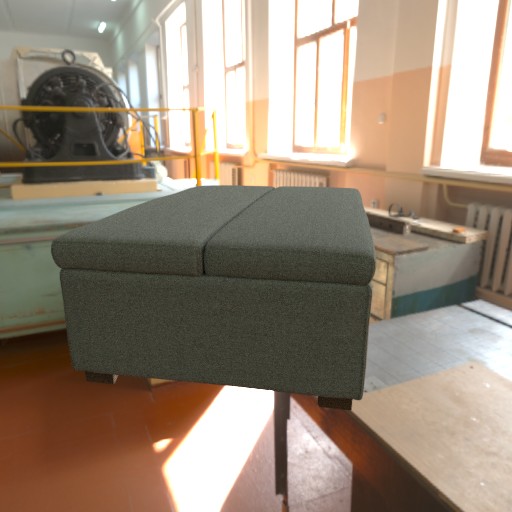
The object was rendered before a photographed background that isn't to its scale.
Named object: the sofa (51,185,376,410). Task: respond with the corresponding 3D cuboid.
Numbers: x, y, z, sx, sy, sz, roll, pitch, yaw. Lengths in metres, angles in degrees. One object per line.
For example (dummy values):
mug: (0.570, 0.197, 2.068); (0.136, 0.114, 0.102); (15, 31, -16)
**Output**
sofa: (0.000, 0.000, 1.653); (0.817, 0.434, 1.250); (3, 15, 10)
